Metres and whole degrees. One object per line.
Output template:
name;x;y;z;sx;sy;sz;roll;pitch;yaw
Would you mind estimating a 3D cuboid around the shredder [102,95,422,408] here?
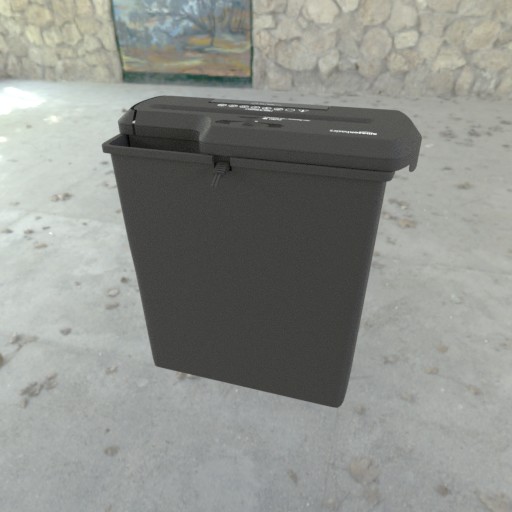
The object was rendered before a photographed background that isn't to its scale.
shredder;0.000;0.000;0.525;0.320;0.335;0.170;9;32;14
